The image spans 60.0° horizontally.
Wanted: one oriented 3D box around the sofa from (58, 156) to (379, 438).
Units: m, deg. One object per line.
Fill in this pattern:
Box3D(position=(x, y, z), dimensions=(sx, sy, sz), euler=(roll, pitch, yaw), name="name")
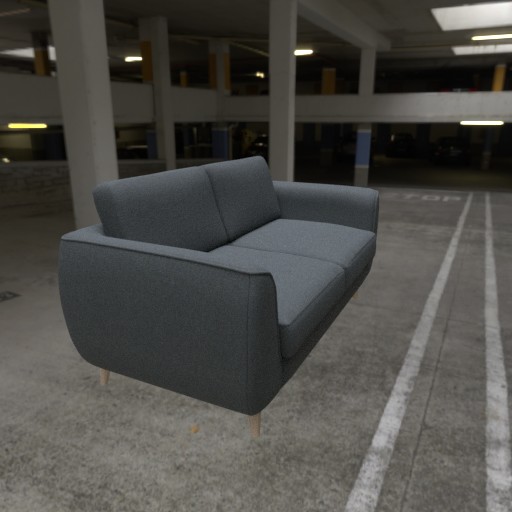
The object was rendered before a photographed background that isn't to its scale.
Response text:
Box3D(position=(0.000, 0.000, 2.179), dimensions=(0.920, 0.850, 1.700), euler=(8, 19, 25), name="sofa")
